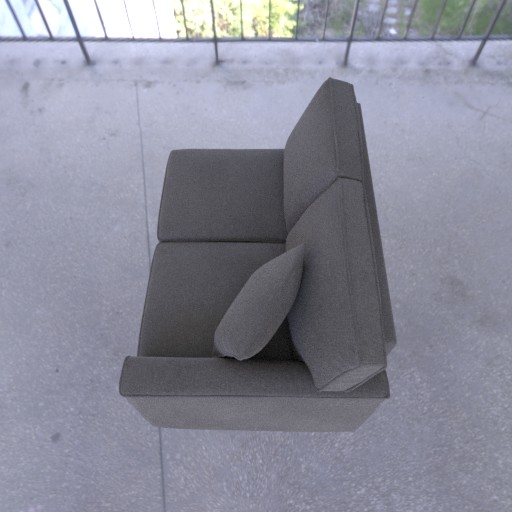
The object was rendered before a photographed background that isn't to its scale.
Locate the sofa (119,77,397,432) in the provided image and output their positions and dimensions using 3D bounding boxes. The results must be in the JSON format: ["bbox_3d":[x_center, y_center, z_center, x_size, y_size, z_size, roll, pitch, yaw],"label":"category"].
[{"bbox_3d":[0.000,0.000,2.063,0.991,0.989,1.388,1,58,1],"label":"sofa"}]
